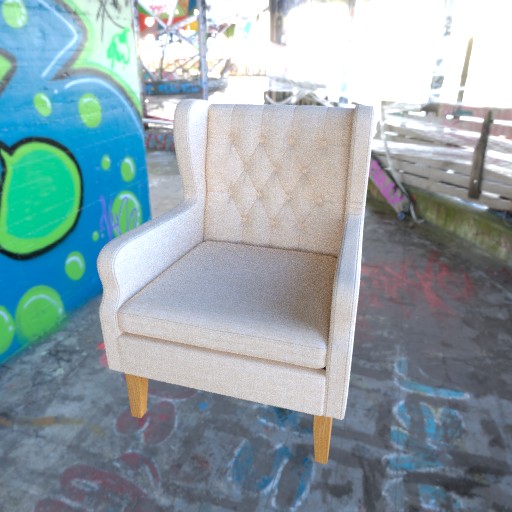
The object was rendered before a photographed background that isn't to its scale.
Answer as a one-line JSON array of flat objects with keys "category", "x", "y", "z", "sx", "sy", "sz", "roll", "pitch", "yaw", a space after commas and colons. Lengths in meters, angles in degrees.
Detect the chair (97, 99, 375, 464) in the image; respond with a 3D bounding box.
[{"category": "chair", "x": 0.000, "y": 0.000, "z": 1.467, "sx": 0.710, "sy": 0.930, "sz": 0.760, "roll": 7, "pitch": 26, "yaw": 15}]
